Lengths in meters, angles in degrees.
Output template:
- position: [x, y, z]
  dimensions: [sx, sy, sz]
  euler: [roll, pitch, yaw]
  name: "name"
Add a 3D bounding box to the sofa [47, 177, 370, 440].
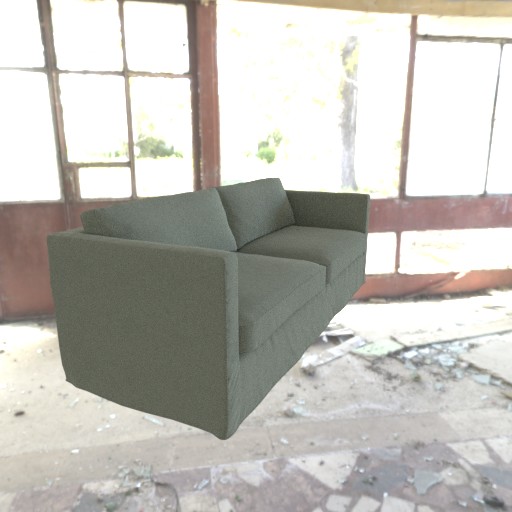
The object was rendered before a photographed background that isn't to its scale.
- position: [0.000, 0.000, 2.800]
  dimensions: [0.962, 0.853, 2.312]
  euler: [7, 16, 26]
  name: "sofa"
